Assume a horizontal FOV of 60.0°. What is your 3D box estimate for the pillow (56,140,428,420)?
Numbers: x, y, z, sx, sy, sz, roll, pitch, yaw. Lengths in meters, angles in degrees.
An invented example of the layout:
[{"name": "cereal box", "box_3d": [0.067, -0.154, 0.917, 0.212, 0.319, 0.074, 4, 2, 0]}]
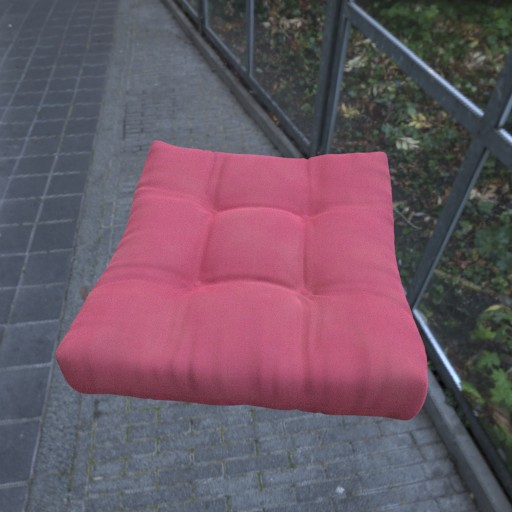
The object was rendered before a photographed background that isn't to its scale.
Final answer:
[{"name": "pillow", "box_3d": [0.000, 0.000, 0.711, 0.468, 0.128, 0.490, 4, 46, 3]}]
